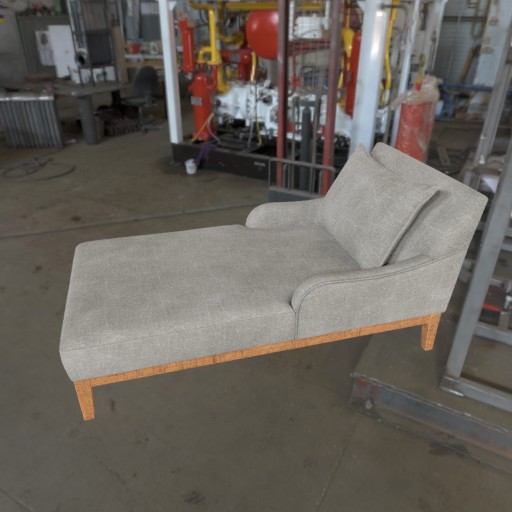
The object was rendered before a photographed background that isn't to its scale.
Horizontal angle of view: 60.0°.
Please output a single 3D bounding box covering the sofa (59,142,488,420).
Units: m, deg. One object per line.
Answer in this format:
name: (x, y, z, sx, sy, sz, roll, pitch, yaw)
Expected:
sofa: (0.000, 0.000, 2.200, 1.779, 0.859, 0.894, -8, 30, -13)
